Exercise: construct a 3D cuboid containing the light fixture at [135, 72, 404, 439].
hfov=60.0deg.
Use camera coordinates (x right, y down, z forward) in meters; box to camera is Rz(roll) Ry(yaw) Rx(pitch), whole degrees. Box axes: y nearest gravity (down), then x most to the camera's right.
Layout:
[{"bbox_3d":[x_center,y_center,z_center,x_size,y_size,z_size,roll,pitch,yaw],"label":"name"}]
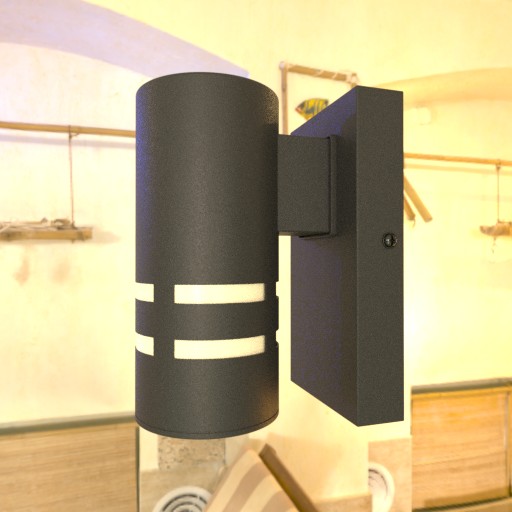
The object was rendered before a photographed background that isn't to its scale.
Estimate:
[{"bbox_3d":[0.000,0.000,0.262,0.138,0.179,0.098,0,0,-18],"label":"light fixture"}]
